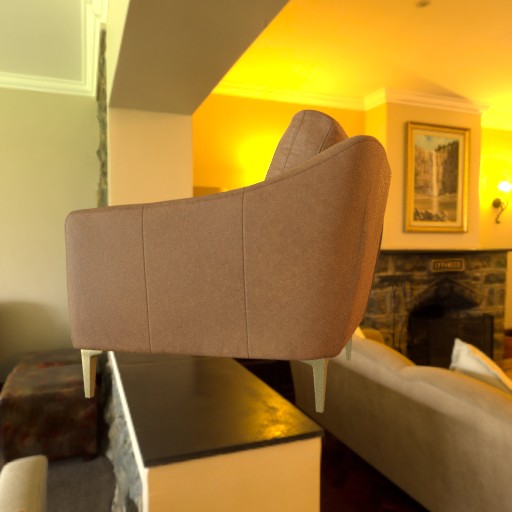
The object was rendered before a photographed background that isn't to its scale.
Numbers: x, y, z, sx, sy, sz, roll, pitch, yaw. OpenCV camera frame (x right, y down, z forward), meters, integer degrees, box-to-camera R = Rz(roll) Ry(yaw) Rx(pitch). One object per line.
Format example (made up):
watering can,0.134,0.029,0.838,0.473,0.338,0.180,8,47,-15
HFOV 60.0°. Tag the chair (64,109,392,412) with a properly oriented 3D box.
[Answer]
chair,0.000,0.000,1.686,0.963,0.895,0.988,1,2,19
